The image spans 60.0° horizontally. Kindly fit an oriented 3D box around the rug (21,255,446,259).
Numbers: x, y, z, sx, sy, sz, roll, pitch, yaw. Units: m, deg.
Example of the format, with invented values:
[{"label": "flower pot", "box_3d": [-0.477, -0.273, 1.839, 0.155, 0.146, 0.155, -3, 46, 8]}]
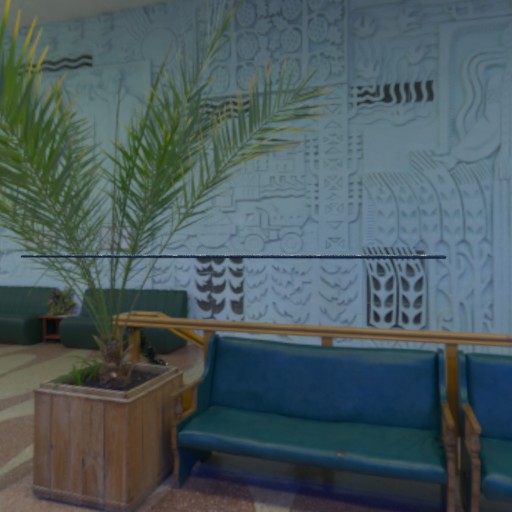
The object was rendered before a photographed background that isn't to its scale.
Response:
[{"label": "rug", "box_3d": [0.000, 0.000, 3.860, 2.881, 0.020, 2.270, 0, 0, 19]}]
